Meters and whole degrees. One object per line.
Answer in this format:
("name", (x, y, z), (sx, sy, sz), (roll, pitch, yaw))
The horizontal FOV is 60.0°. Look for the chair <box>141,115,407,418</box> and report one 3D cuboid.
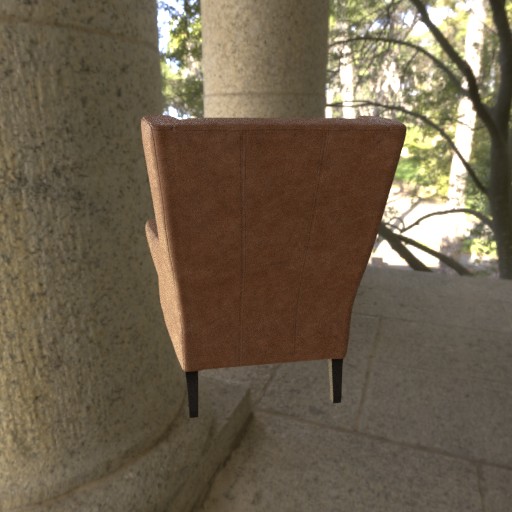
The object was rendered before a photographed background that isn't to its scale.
("chair", (0.000, 0.000, 1.692), (0.853, 1.016, 0.926), (-3, 16, -9))
